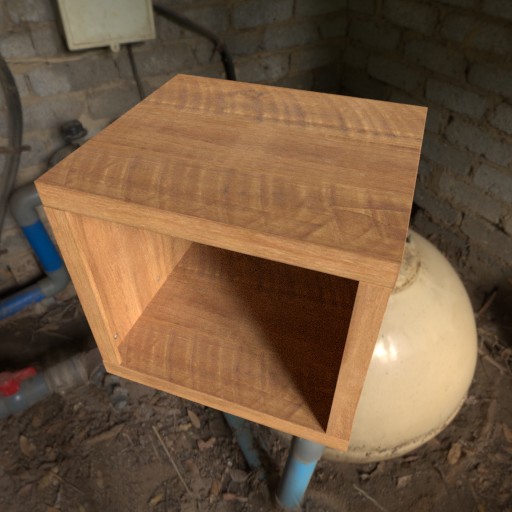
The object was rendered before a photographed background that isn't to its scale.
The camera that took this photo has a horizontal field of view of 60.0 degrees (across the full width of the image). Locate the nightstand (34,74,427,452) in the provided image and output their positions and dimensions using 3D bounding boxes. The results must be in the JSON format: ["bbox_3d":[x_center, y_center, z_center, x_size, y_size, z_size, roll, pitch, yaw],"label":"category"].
[{"bbox_3d":[0.000,0.000,0.857,0.493,0.491,0.436,13,44,14],"label":"nightstand"}]
